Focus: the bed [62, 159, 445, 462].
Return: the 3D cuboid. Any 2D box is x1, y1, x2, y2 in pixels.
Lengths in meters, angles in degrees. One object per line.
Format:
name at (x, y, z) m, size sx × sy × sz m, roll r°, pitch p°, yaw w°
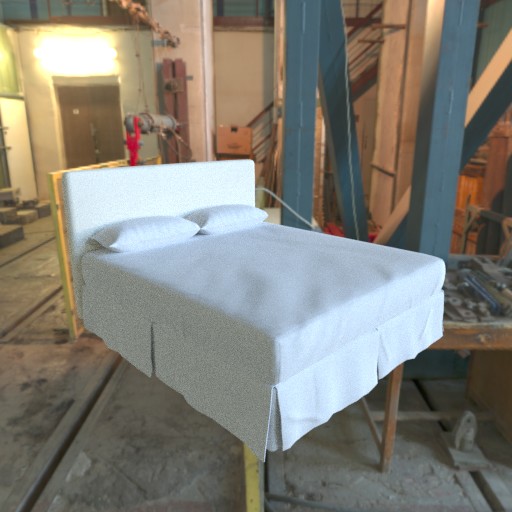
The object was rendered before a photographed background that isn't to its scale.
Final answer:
bed at (0.000, 0.000, 3.515) m, size 2.119 × 1.317 × 2.341 m, roll -15°, pitch 22°, yaw -43°
